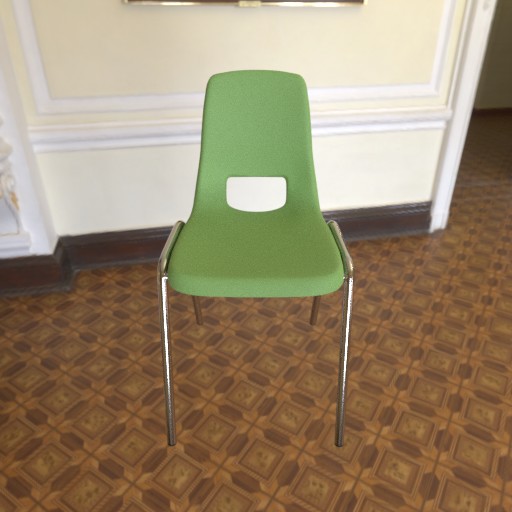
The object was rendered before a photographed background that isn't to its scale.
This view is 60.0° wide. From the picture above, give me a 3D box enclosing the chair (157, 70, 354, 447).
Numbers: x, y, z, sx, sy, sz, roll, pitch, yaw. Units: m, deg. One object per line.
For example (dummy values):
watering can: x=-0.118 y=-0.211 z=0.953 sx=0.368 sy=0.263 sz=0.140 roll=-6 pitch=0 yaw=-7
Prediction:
chair: x=0.000 y=0.000 z=0.966 sx=0.381 sy=0.704 sz=0.436 roll=0 pitch=30 yaw=0
